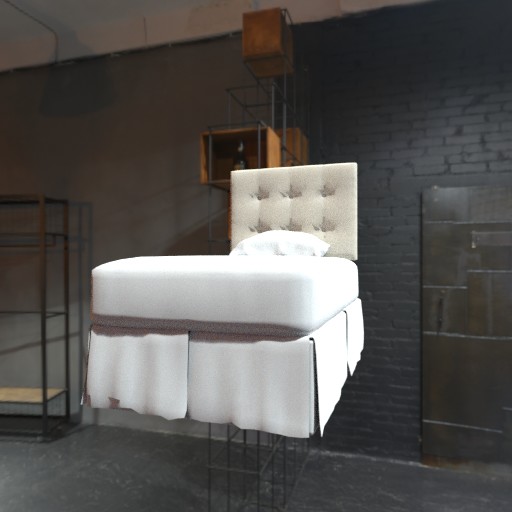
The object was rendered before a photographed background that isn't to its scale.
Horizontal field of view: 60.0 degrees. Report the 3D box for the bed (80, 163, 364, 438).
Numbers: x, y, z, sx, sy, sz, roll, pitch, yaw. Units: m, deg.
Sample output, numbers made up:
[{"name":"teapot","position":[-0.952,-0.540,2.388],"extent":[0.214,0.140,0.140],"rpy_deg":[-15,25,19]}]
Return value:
[{"name":"bed","position":[0.000,0.000,2.995],"extent":[1.261,1.571,1.997],"rpy_deg":[0,0,19]}]
